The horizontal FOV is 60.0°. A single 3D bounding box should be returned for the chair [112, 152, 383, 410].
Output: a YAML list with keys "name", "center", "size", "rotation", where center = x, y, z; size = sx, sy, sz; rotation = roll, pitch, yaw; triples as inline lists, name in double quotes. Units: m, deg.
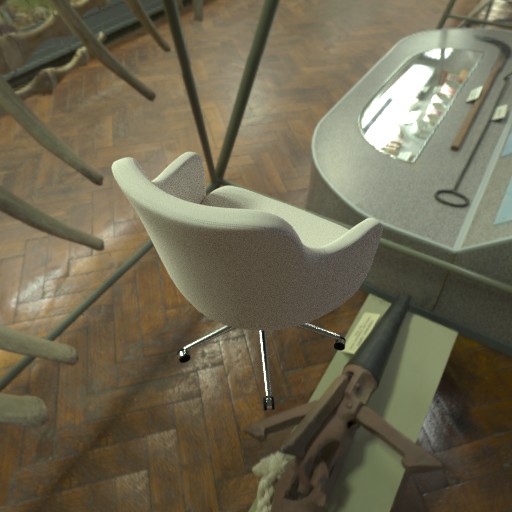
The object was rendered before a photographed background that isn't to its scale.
- name: "chair"
  center: [0.000, 0.000, 1.253]
  size: [0.602, 0.819, 0.647]
  rotation: [24, 51, 21]
